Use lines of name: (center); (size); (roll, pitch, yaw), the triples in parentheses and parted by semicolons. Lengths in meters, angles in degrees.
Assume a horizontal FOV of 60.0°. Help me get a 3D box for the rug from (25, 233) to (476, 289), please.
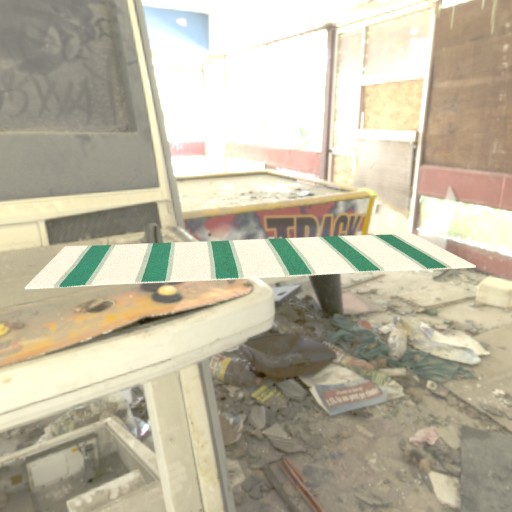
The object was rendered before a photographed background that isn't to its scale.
rug: (0.000, 0.000, 2.736); (2.438, 0.012, 0.768); (-2, 17, -8)
